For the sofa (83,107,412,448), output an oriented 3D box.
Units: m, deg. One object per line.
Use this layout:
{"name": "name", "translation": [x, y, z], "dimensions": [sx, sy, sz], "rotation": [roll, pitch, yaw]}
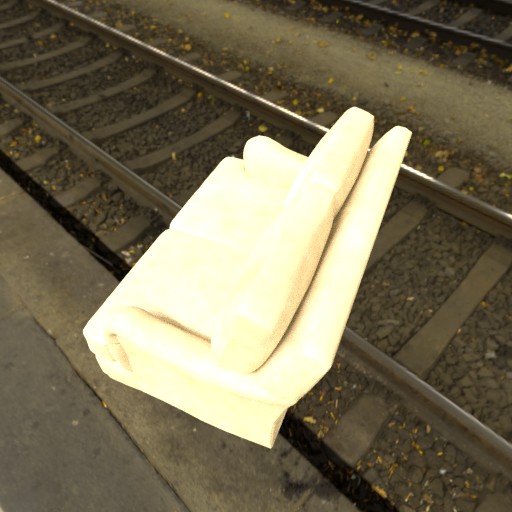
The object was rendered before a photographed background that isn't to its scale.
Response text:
{"name": "sofa", "translation": [0.000, 0.000, 2.220], "dimensions": [1.086, 1.087, 1.498], "rotation": [17, 49, 16]}
